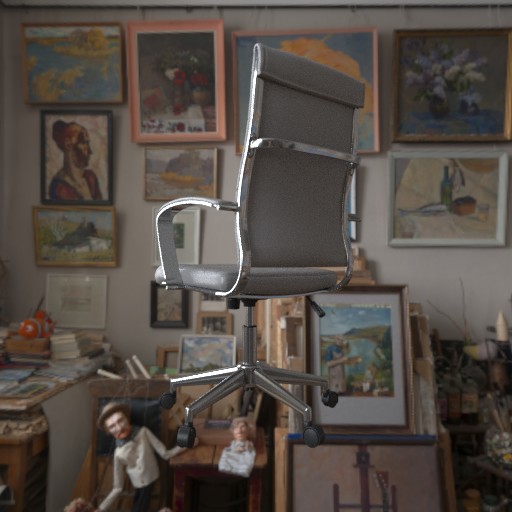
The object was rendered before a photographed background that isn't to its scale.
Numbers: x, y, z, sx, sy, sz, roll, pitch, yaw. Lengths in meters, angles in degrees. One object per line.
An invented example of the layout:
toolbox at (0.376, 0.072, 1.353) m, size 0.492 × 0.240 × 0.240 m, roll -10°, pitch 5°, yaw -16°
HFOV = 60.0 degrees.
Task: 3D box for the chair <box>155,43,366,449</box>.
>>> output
chair at (0.000, 0.000, 1.564) m, size 0.679 × 1.149 × 0.667 m, roll 1°, pitch -1°, yaw -37°
